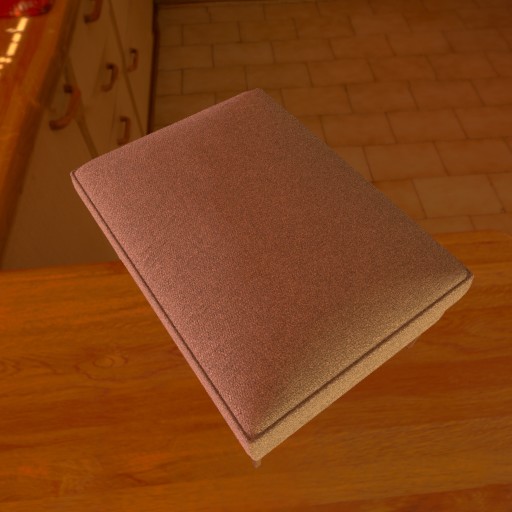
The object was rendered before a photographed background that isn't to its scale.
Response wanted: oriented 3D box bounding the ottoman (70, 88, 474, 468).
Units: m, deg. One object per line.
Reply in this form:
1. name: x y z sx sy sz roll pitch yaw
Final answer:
1. ottoman: 0.000 0.000 1.127 0.583 0.464 0.785 -31 62 -19
